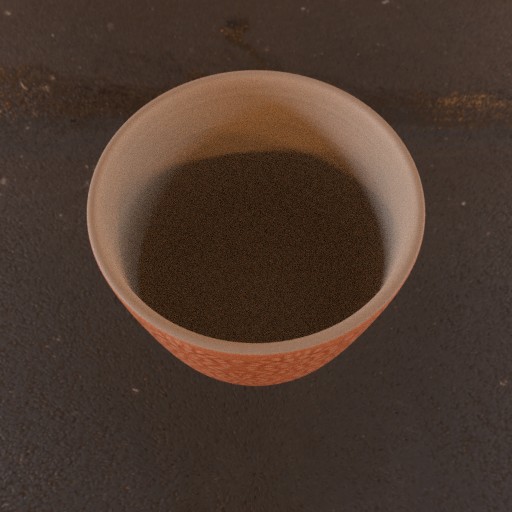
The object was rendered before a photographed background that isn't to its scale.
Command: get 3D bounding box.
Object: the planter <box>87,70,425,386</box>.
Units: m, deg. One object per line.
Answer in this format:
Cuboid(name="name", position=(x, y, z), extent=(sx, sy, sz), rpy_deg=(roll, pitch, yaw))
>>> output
Cuboid(name="planter", position=(0.000, 0.000, 0.359), extent=(0.208, 0.190, 0.208), rpy_deg=(0, 64, 0))
